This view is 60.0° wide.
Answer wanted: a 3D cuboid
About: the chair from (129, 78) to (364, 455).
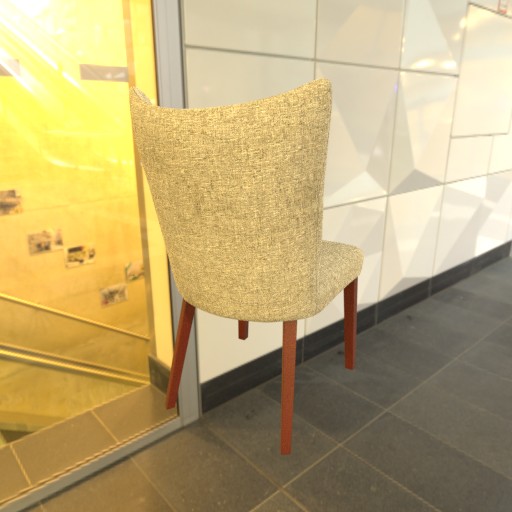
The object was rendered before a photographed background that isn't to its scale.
[{"bbox_3d":[0.000,0.000,1.289,0.535,0.924,0.623,10,20,28],"label":"chair"}]
